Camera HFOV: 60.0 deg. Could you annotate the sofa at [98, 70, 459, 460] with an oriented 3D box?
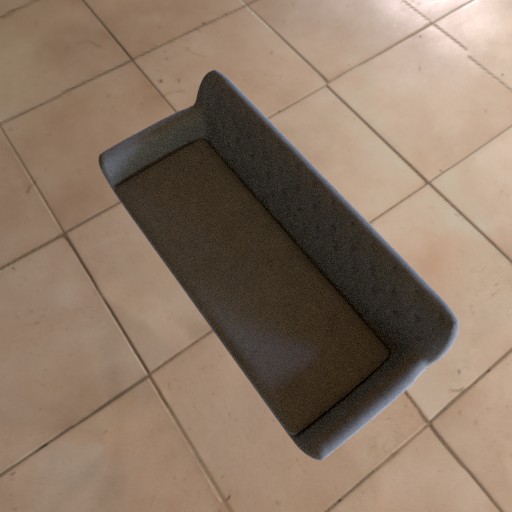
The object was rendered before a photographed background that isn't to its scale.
[{"bbox_3d":[0.000,0.000,2.416,0.830,0.830,1.970,-34,70,-14],"label":"sofa"}]
